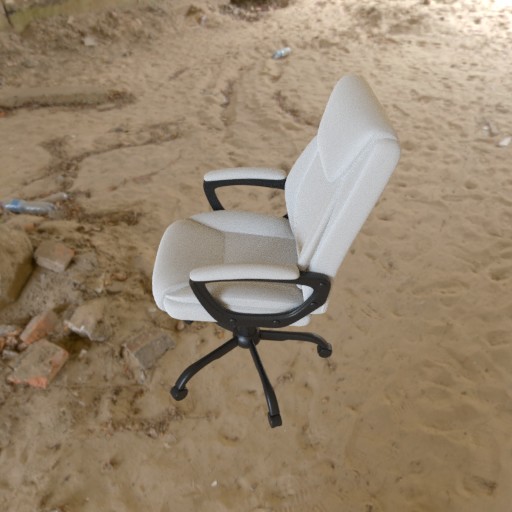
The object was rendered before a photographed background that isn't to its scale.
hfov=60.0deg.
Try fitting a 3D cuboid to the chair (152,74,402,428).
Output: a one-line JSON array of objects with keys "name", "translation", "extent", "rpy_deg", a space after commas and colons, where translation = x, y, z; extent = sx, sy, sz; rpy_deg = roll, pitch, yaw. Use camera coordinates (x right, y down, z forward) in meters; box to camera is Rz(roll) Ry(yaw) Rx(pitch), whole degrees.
[{"name": "chair", "translation": [0.000, 0.000, 1.465], "extent": [0.669, 1.065, 0.663], "rpy_deg": [-1, 40, -1]}]
